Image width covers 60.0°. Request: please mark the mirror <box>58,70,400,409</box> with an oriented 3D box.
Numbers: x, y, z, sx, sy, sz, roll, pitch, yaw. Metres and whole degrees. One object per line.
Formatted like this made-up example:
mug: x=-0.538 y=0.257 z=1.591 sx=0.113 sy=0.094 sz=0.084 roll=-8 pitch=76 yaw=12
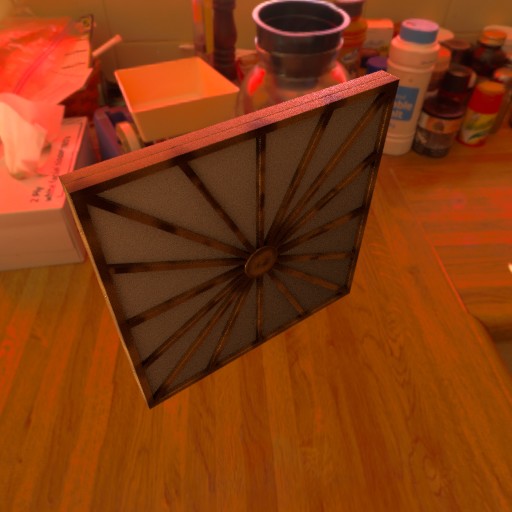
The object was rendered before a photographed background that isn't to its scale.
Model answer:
mirror: x=0.000 y=0.000 z=0.765 sx=0.509 sy=0.507 sz=0.042 roll=-26 pitch=51 yaw=-23
